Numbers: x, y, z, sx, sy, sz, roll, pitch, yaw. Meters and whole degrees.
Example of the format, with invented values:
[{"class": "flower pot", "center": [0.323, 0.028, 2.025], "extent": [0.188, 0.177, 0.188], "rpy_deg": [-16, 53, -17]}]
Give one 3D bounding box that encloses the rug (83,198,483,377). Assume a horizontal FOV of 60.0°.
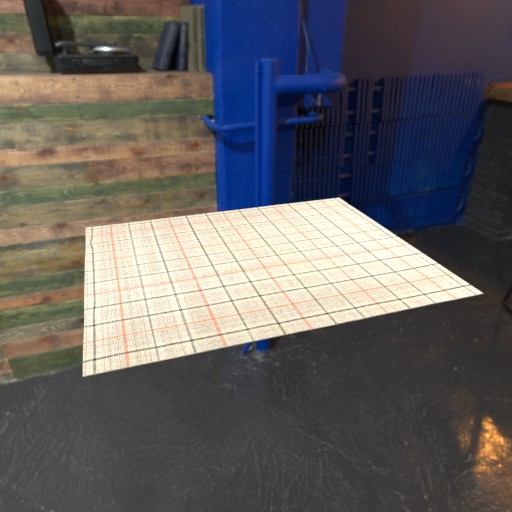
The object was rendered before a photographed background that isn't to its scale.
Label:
[{"class": "rug", "center": [0.000, 0.000, 4.169], "extent": [3.048, 0.012, 2.444], "rpy_deg": [-9, 28, -16]}]
